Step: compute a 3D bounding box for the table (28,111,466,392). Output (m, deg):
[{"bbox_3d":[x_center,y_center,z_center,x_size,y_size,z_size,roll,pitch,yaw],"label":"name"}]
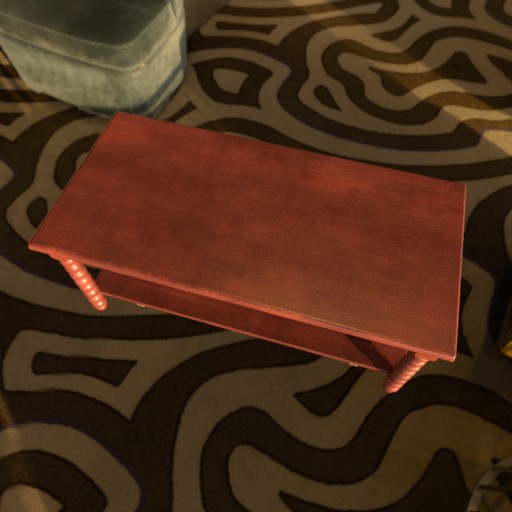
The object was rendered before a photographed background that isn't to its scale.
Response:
[{"bbox_3d":[0.000,0.000,1.497,1.171,0.485,0.580,14,60,8],"label":"table"}]
